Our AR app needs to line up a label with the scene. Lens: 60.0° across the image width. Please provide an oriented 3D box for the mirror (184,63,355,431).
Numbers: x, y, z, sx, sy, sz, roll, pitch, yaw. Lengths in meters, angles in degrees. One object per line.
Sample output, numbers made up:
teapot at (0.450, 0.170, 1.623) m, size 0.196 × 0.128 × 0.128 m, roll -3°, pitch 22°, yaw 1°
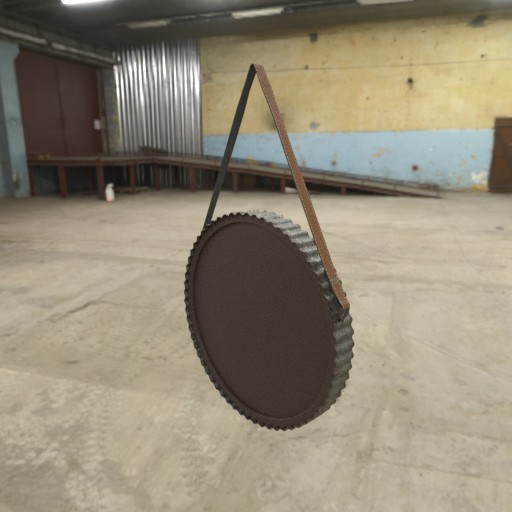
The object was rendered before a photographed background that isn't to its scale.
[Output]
mirror at (0.000, 0.000, 0.702) m, size 0.042 × 0.568 × 0.355 m, roll -12°, pitch 18°, yaw -42°
